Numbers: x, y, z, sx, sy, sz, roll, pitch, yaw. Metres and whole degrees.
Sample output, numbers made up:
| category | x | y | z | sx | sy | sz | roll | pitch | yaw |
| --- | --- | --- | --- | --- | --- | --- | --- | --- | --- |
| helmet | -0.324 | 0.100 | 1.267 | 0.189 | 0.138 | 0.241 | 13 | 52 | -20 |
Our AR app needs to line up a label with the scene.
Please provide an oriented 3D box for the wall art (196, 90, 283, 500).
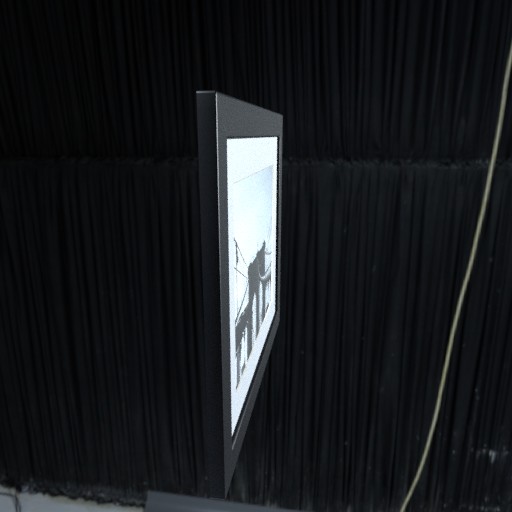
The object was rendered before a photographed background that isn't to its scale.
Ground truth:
| category | x | y | z | sx | sy | sz | roll | pitch | yaw |
| --- | --- | --- | --- | --- | --- | --- | --- | --- | --- |
| wall art | 0.000 | 0.000 | 0.706 | 0.018 | 0.450 | 0.521 | 3 | 16 | 10 |
